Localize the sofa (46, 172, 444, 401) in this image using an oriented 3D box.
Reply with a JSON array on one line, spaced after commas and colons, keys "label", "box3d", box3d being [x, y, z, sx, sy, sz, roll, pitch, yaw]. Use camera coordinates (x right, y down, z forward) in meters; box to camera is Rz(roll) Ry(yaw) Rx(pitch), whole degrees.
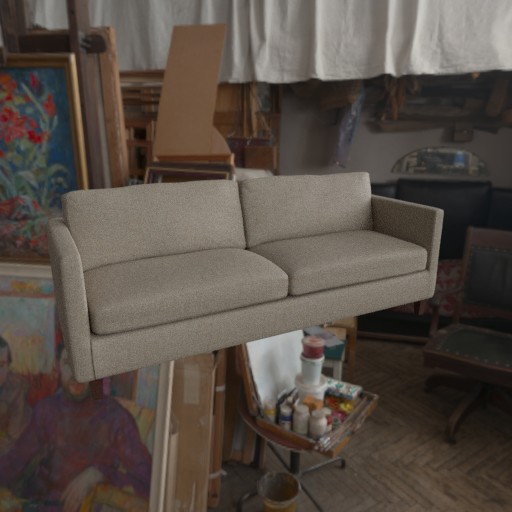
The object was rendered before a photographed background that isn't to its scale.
[{"label": "sofa", "box3d": [0.000, 0.000, 2.922, 2.434, 0.965, 0.951, -9, 19, -26]}]
